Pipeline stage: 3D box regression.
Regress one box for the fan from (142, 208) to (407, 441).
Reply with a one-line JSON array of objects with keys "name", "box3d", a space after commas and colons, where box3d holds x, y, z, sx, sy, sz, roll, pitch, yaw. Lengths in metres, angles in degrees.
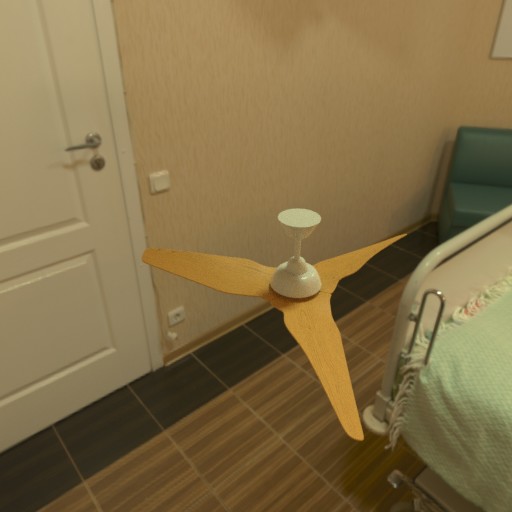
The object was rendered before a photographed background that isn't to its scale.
[{"name": "fan", "box3d": [0.000, 0.000, 1.611, 1.010, 0.355, 1.142, 11, 32, 17]}]
